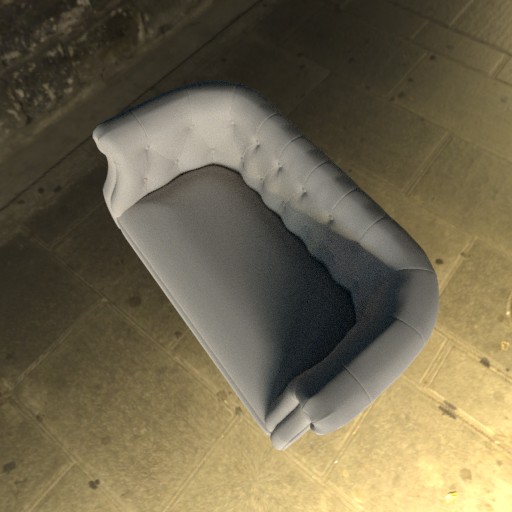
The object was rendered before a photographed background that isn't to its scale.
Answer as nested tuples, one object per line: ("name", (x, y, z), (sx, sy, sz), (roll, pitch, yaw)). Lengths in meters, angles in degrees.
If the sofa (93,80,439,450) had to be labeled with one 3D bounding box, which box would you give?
("sofa", (0.000, 0.000, 2.025), (0.835, 0.827, 1.558), (-34, 68, -16))
